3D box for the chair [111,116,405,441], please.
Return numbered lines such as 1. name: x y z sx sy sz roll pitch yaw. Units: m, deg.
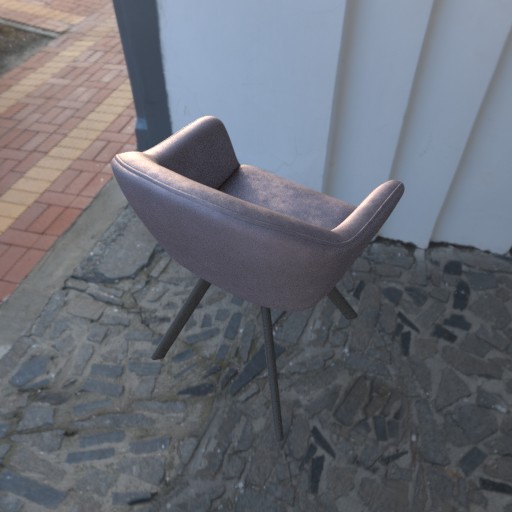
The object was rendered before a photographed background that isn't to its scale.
1. chair: 0.000 0.000 1.160 0.567 0.781 0.544 25 51 22
